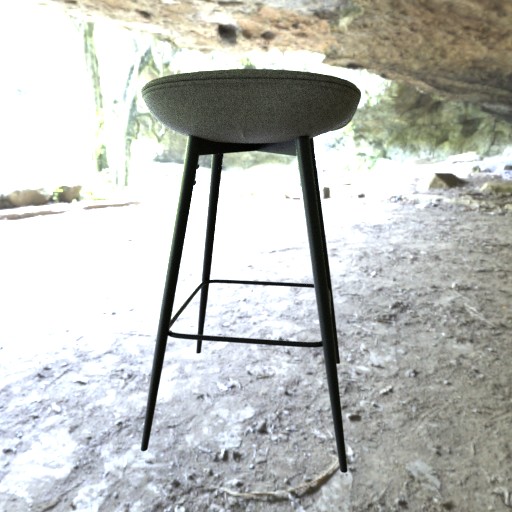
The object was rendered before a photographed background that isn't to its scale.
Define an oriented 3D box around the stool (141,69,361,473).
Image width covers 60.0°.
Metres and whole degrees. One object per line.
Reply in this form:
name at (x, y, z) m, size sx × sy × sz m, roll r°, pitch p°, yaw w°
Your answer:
stool at (0.000, 0.000, 1.100) m, size 0.469 × 0.814 × 0.480 m, roll 2°, pitch 16°, yaw 8°
